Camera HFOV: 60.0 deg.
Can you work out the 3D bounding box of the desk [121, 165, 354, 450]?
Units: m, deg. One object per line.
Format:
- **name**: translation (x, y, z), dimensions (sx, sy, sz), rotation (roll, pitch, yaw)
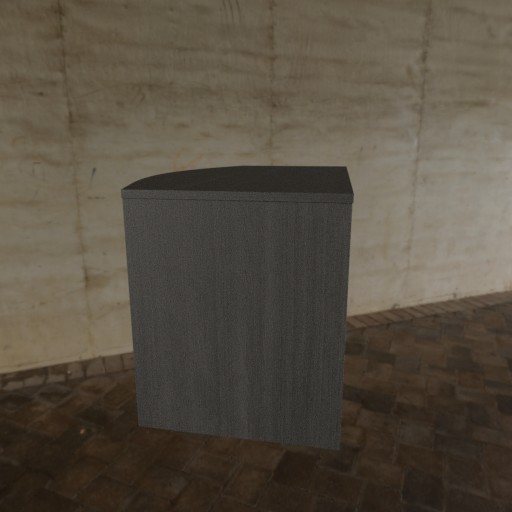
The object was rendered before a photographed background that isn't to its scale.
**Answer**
- **desk**: translation (0.000, 0.000, 2.045), dimensions (0.802, 0.750, 1.600), rotation (3, 14, 10)
